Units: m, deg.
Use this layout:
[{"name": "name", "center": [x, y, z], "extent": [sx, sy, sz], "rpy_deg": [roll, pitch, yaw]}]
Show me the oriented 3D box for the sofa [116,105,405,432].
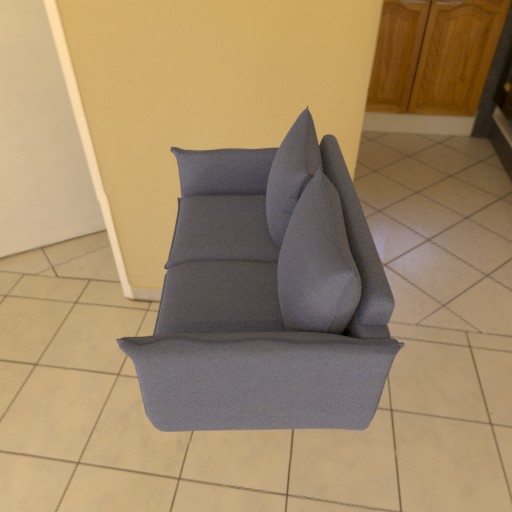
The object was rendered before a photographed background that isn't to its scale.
[{"name": "sofa", "center": [0.000, 0.000, 1.852], "extent": [0.820, 0.840, 1.300], "rpy_deg": [-1, 40, -1]}]
